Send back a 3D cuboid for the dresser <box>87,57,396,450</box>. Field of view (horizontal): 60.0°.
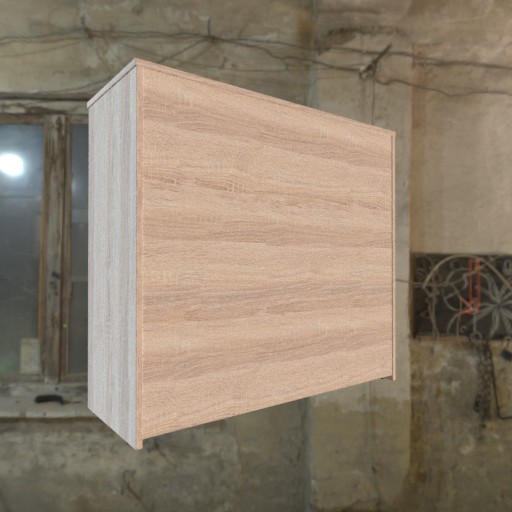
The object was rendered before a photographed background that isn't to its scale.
[{"bbox_3d":[0.000,0.000,1.456,0.980,0.900,0.380,0,-1,-37],"label":"dresser"}]
